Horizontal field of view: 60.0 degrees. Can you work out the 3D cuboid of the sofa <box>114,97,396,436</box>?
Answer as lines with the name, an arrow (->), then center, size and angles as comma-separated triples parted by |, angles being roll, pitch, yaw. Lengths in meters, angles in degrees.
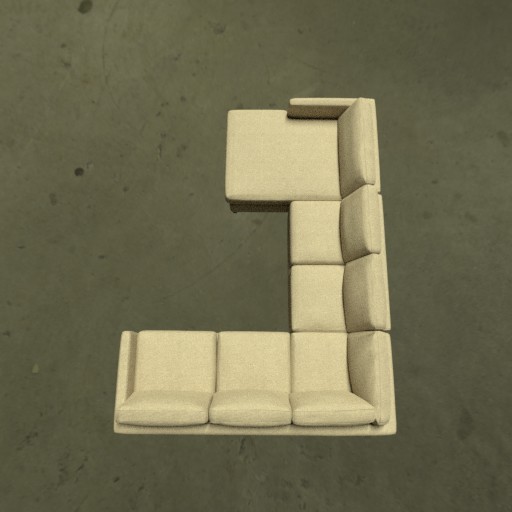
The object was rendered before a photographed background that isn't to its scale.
sofa -> 0.000, 0.000, 4.636 | 2.593, 0.959, 3.460 | 0, 76, 0
